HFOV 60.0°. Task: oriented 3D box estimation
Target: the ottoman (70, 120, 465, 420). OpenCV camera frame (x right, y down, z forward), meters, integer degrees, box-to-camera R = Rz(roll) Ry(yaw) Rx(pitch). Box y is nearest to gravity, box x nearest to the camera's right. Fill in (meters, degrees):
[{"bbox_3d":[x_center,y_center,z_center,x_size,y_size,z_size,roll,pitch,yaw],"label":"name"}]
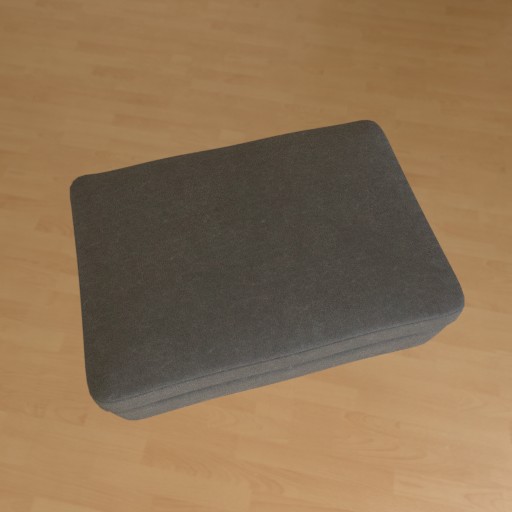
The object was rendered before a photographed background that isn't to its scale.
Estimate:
[{"bbox_3d":[0.000,0.000,1.595,1.199,0.429,0.840,-13,64,-6],"label":"ottoman"}]
